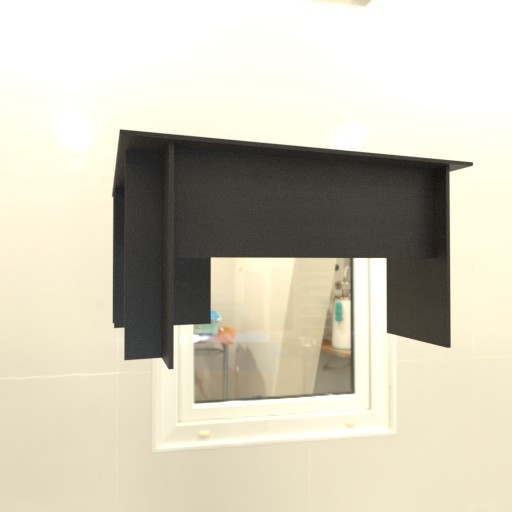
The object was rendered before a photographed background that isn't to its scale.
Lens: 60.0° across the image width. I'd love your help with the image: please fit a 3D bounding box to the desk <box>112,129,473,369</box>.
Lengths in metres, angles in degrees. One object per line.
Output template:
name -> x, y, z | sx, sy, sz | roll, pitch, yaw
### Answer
desk -> 0.000, 0.000, 2.136 | 1.303, 0.716, 1.361 | 0, -1, -19
